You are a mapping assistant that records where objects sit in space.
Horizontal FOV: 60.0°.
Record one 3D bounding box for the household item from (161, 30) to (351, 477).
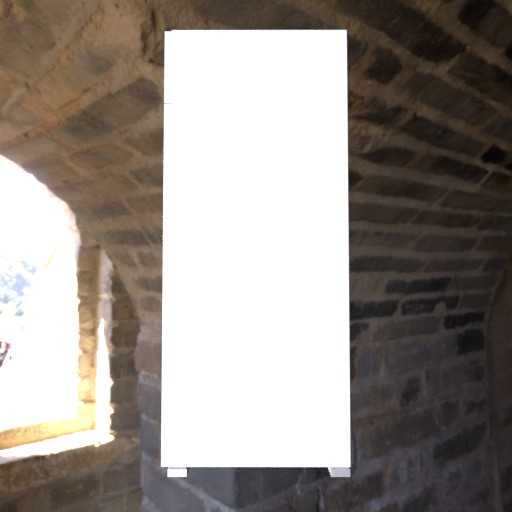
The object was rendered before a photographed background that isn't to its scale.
[{"bbox_3d":[0.000,0.000,1.395,0.420,1.010,0.790,0,-2,0],"label":"household item"}]
